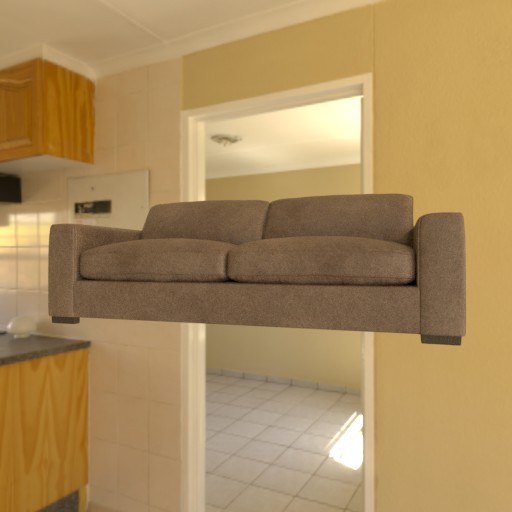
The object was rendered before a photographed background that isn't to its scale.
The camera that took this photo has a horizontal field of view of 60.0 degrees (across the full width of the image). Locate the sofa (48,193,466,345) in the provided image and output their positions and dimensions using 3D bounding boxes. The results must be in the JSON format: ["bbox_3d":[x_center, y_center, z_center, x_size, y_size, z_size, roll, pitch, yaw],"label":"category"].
[{"bbox_3d":[0.000,0.000,2.754,2.262,0.801,1.070,0,0,18],"label":"sofa"}]
